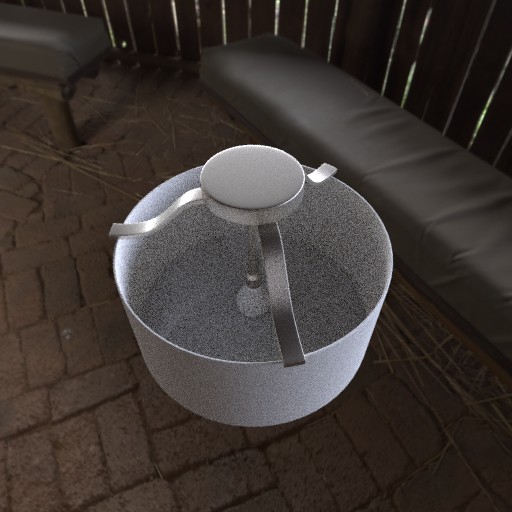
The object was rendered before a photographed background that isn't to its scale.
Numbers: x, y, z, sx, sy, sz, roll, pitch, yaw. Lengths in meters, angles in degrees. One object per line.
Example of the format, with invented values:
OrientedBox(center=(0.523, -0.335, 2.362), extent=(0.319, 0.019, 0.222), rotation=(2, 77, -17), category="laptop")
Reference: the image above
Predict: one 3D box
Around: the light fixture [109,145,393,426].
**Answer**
OrientedBox(center=(0.000, 0.000, 0.649), extent=(0.395, 0.304, 0.395), rotation=(0, 48, 0), category="light fixture")
